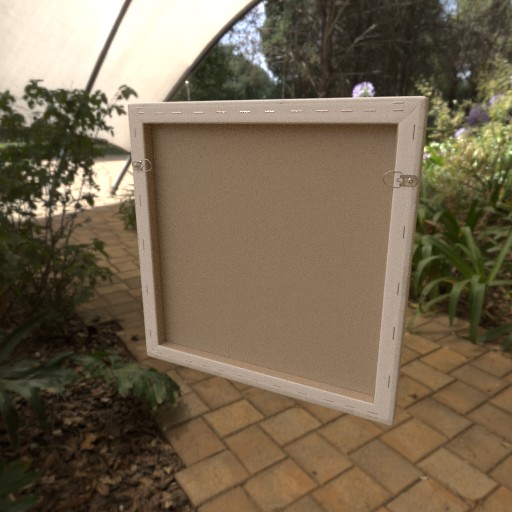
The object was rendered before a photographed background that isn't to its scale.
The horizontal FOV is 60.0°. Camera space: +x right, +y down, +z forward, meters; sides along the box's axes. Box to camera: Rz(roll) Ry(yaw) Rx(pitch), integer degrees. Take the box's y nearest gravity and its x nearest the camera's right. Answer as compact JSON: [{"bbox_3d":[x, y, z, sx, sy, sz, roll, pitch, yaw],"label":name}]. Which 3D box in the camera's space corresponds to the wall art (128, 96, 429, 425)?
[{"bbox_3d":[0.000,0.000,1.148,0.762,0.762,0.038,8,19,26],"label":"wall art"}]
